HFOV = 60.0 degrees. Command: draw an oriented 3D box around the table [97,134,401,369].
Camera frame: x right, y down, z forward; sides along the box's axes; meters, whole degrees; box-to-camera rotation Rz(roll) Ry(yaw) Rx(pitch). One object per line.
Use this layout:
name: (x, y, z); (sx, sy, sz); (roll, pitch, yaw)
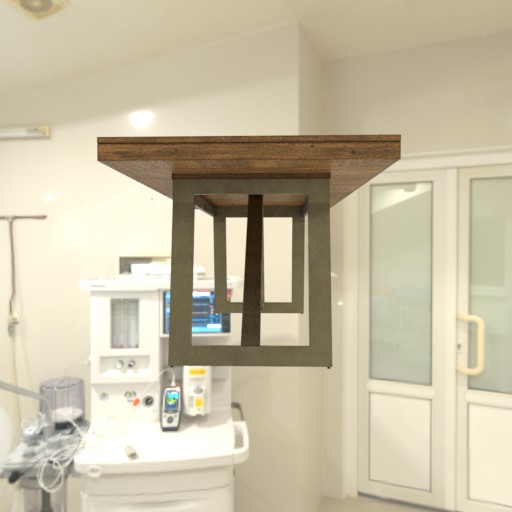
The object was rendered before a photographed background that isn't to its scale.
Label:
table: (0.000, 0.000, 2.181); (0.931, 0.757, 1.641); (0, 1, 2)
